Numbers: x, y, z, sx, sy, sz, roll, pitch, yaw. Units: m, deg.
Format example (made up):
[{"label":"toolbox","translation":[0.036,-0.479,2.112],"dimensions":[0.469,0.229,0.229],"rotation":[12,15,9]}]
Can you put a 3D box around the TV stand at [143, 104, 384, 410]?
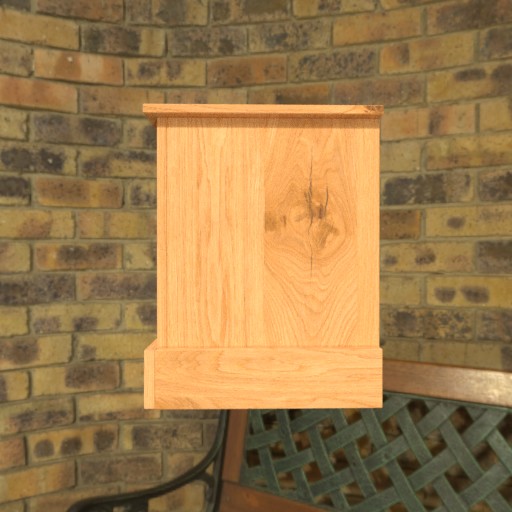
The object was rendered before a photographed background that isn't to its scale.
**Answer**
[{"label":"TV stand","translation":[0.000,0.000,1.336],"dimensions":[0.440,0.550,1.080],"rotation":[0,0,-1]}]
